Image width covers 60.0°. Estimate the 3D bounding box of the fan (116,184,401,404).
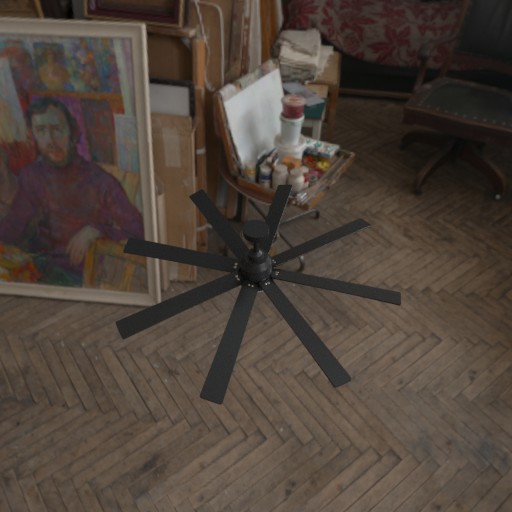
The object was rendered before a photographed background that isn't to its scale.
[{"bbox_3d":[0.000,0.000,2.765,1.830,0.472,1.830,-23,51,-20],"label":"fan"}]
